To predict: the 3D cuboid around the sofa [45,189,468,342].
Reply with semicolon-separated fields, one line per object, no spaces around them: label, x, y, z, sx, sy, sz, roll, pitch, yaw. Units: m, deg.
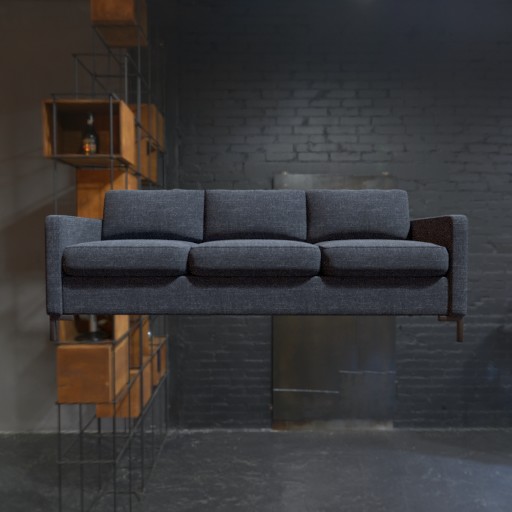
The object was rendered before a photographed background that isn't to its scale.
sofa;0.000;0.000;2.714;2.218;0.874;0.859;0;2;1
